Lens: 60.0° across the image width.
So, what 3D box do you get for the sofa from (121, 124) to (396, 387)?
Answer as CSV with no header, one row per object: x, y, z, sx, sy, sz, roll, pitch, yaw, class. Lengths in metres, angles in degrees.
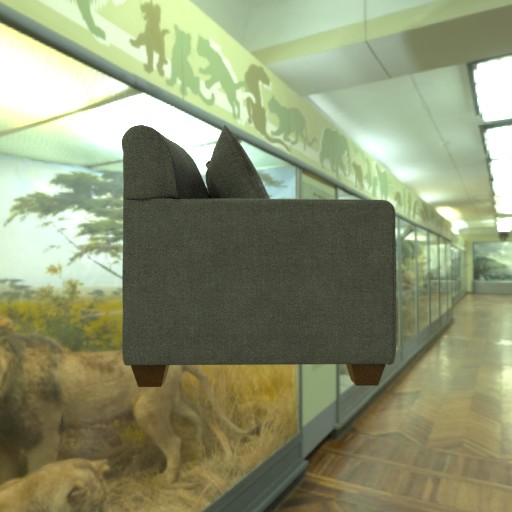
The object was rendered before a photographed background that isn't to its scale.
0.000,0.000,2.529,0.997,0.958,2.024,0,-1,-1,sofa
